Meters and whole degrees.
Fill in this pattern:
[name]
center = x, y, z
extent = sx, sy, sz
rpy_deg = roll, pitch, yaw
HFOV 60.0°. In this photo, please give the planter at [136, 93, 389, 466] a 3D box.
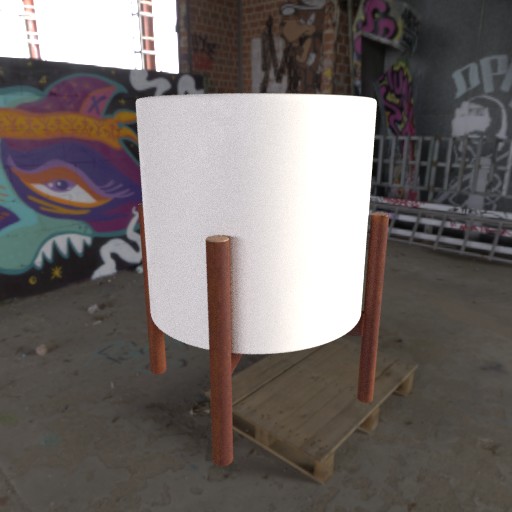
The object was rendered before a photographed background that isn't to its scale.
[planter]
center = 0.000, 0.000, 0.877
extent = 0.420, 0.581, 0.421
rpy_deg = -9, 19, -27
